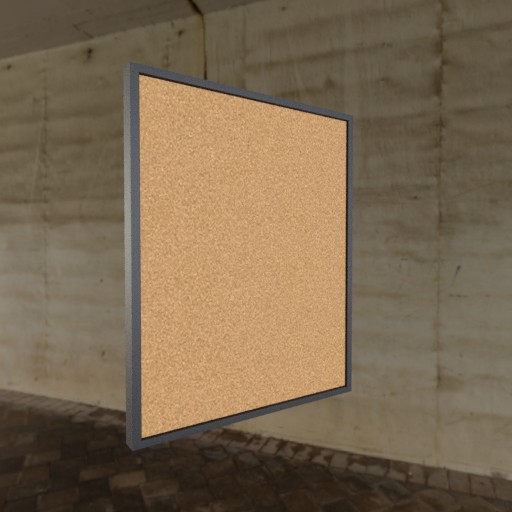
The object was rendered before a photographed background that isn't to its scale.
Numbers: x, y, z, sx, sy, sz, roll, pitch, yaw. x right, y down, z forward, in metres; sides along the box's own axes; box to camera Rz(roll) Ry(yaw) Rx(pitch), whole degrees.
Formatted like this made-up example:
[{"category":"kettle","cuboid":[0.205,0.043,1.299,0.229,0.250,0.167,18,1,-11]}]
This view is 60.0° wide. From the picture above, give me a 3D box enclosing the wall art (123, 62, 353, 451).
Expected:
[{"category":"wall art","cuboid":[0.000,0.000,0.779,0.457,0.559,0.029,-1,2,-35]}]
